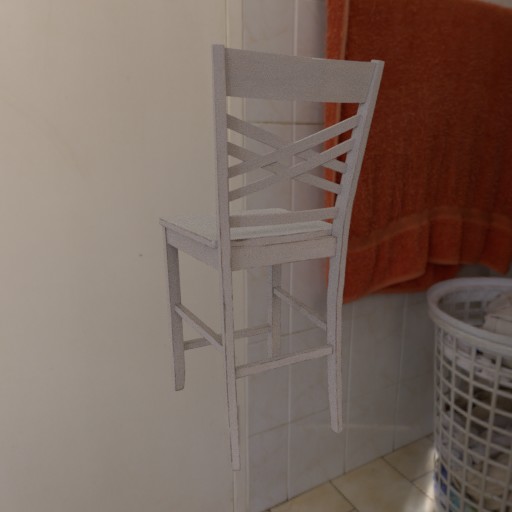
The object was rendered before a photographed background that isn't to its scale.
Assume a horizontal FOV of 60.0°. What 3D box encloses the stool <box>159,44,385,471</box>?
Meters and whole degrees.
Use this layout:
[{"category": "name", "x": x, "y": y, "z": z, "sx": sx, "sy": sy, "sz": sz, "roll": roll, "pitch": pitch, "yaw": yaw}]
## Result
[{"category": "stool", "x": 0.000, "y": 0.000, "z": 1.362, "sx": 0.462, "sy": 1.079, "sz": 0.539, "roll": -7, "pitch": 16, "yaw": -26}]
